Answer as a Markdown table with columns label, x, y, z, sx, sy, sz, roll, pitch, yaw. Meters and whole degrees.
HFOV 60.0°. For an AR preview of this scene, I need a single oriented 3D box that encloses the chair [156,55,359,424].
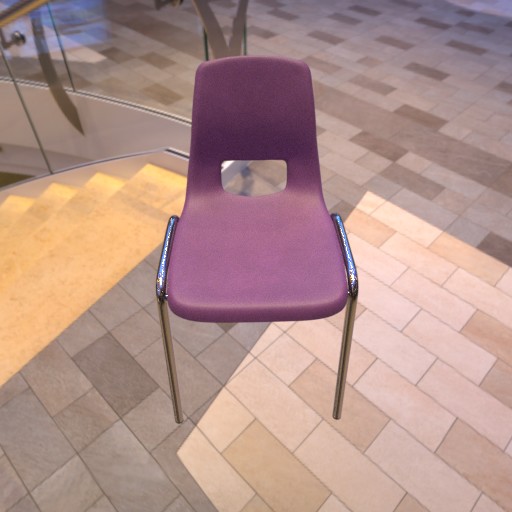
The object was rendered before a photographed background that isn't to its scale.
| label | x | y | z | sx | sy | sz | roll | pitch | yaw |
| --- | --- | --- | --- | --- | --- | --- | --- | --- | --- |
| chair | 0.000 | 0.000 | 0.924 | 0.381 | 0.654 | 0.432 | -1 | 47 | -1 |
